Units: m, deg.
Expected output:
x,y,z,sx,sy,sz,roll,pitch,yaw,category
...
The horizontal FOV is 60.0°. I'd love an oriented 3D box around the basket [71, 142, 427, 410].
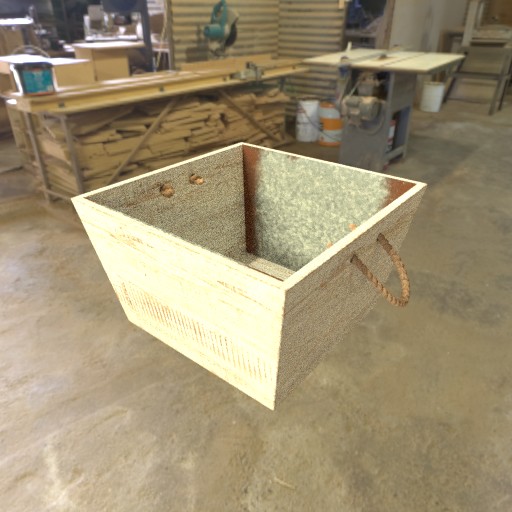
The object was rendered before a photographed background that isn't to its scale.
x,y,z,sx,sy,sz,roll,pitch,yaw,category
0.000,0.000,0.782,0.545,0.247,0.413,22,36,33,basket
